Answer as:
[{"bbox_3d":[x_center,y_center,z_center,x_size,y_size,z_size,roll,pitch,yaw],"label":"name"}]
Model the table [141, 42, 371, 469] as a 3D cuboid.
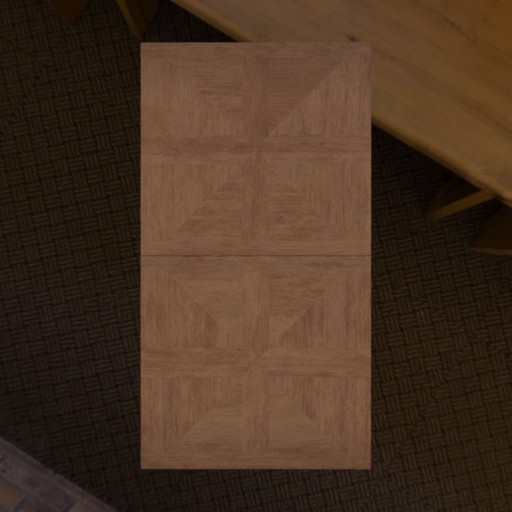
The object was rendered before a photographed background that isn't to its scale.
[{"bbox_3d":[0.000,0.000,2.337,1.016,0.768,1.881,0,90,0],"label":"table"}]
